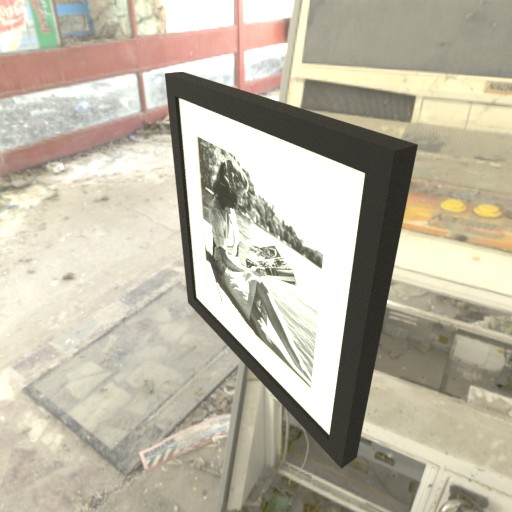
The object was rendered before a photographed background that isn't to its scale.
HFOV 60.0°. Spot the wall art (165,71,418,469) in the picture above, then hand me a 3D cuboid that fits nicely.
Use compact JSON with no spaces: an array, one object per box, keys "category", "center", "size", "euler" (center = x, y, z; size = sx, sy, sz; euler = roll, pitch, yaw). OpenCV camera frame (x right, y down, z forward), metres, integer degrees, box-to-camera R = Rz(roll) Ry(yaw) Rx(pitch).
[{"category":"wall art","center":[0.000,0.000,0.670],"size":[0.030,0.458,0.462],"euler":[-20,37,-29]}]
